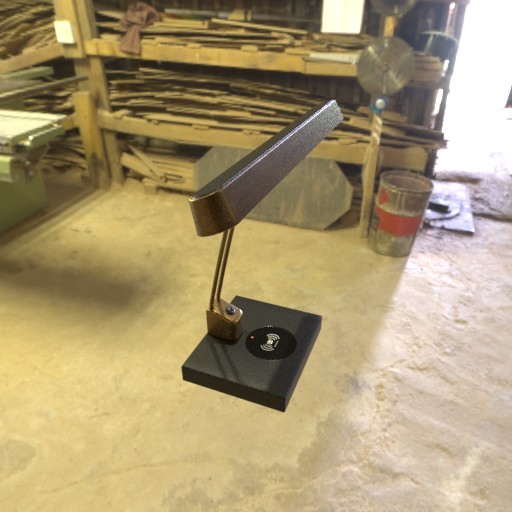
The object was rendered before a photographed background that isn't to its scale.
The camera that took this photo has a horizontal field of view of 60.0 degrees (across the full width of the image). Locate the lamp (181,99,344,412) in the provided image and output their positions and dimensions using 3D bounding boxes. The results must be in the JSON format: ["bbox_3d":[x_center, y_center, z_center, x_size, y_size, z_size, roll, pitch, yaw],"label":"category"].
[{"bbox_3d":[0.000,0.000,0.596,0.156,0.345,0.412,12,32,19],"label":"lamp"}]
